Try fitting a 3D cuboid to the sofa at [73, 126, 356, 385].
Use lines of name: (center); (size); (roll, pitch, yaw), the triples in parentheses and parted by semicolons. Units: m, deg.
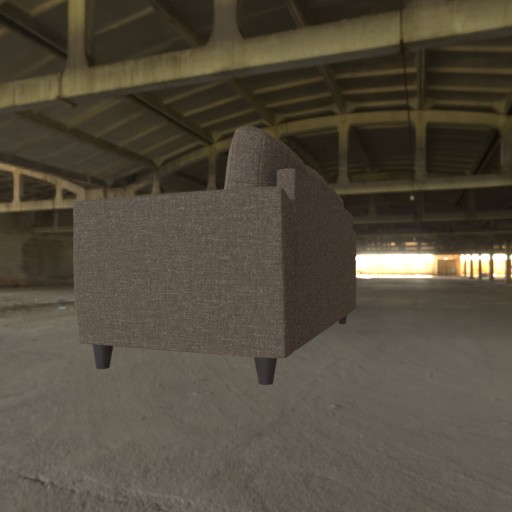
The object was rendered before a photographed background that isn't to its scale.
sofa: (0.000, 0.000, 2.369); (0.837, 0.891, 1.847); (-1, -1, 20)
